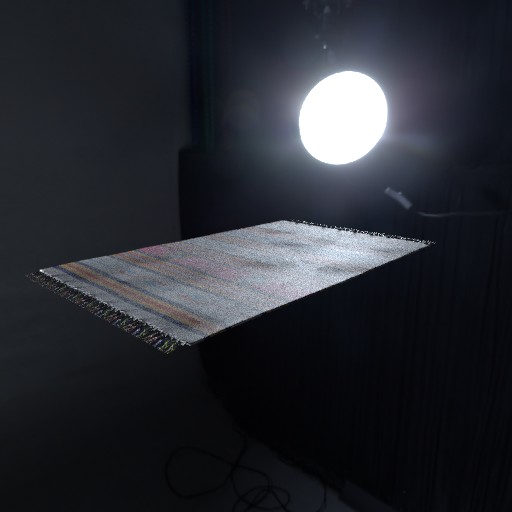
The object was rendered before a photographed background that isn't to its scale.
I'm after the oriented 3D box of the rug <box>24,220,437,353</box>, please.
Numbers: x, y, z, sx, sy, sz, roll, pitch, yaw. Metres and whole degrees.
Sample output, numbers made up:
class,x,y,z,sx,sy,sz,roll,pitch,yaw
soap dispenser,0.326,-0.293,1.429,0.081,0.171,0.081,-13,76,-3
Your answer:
class,x,y,z,sx,sy,sz,roll,pitch,yaw
rug,0.000,0.000,2.223,1.084,0.013,1.849,14,20,42
